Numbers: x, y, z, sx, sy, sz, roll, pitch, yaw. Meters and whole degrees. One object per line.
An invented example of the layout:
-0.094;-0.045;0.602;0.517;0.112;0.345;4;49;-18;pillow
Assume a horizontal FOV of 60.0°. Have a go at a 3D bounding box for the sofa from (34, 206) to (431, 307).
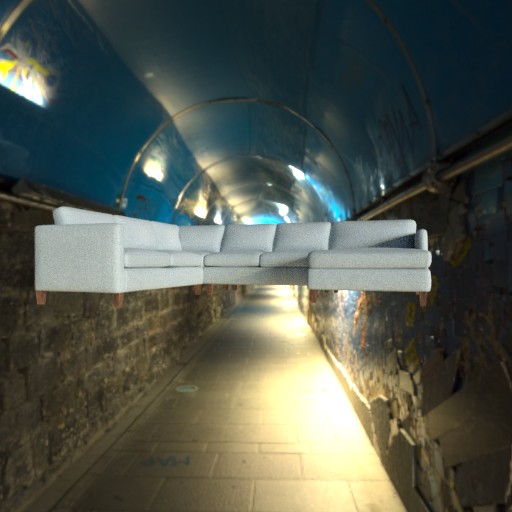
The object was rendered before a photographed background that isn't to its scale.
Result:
0.000;0.000;4.614;3.403;0.889;2.551;0;-1;18;sofa
